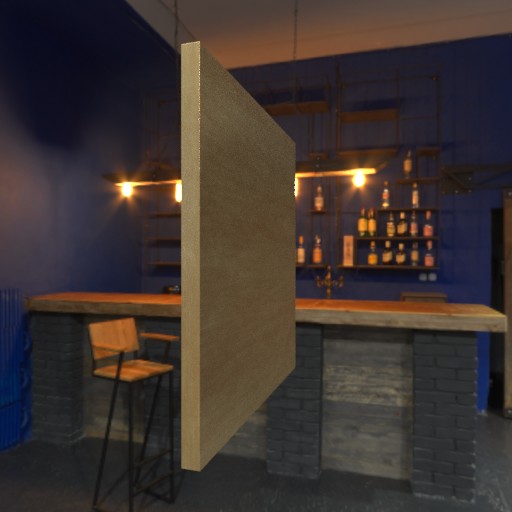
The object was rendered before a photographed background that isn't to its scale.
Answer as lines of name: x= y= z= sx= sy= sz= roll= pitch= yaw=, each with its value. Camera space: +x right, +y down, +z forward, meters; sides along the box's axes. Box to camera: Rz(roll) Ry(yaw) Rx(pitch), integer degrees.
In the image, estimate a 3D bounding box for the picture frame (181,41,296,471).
picture frame: x=0.000 y=0.000 z=1.149 sx=0.037 sy=0.761 sz=0.758 roll=0 pitch=0 yaw=18
